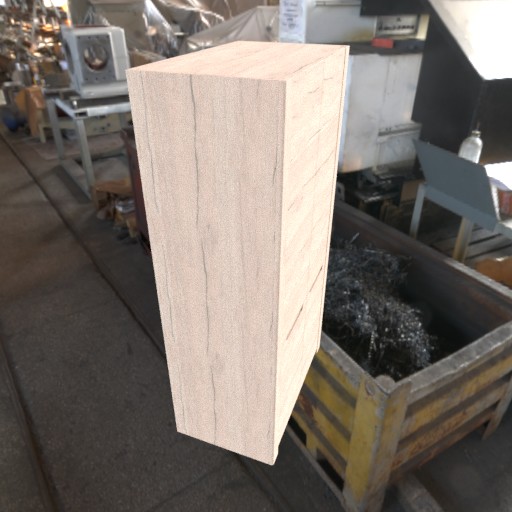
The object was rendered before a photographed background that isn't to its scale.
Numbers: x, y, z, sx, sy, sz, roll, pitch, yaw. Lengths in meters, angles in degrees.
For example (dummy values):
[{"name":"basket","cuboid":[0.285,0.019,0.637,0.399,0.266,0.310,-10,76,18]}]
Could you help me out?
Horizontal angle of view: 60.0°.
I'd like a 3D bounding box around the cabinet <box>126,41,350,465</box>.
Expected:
[{"name":"cabinet","cuboid":[0.000,0.000,2.324,0.580,1.930,0.980,12,33,18]}]
